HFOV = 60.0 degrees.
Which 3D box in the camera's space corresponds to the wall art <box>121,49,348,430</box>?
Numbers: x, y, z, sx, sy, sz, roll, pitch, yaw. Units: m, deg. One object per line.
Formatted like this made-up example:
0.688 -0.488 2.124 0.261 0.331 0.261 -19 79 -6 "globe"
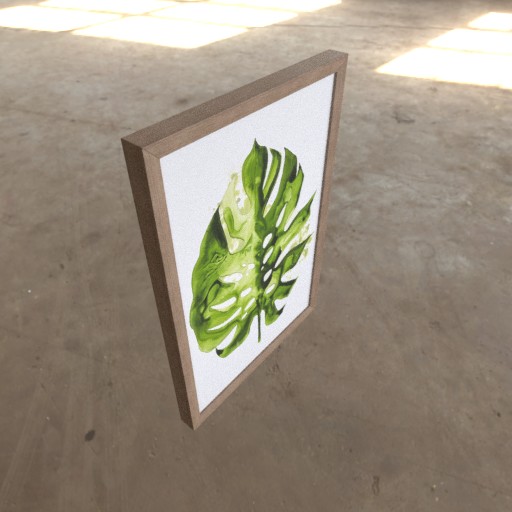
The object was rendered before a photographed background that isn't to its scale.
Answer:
0.000 0.000 0.673 0.031 0.509 0.356 29 49 29 "wall art"
